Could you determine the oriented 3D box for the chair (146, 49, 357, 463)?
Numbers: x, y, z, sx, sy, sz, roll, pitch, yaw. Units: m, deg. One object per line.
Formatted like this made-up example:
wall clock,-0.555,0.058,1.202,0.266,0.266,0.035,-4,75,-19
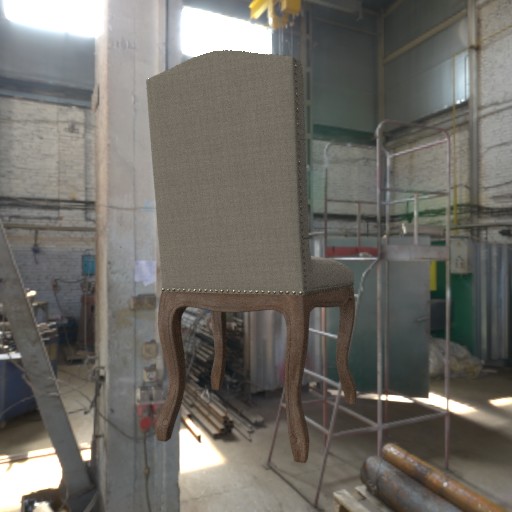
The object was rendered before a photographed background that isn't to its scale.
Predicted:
chair,0.000,0.000,1.605,0.637,1.191,0.731,0,-1,19
